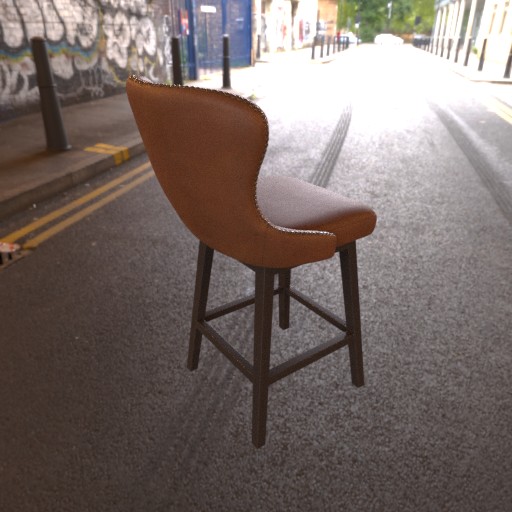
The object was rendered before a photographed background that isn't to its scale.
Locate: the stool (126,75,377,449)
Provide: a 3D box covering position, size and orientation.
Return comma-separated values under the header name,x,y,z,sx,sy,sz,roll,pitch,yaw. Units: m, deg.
name,x,y,z,sx,sy,sz,roll,pitch,yaw
stool,0.000,0.000,1.274,0.593,0.971,0.528,-18,32,-31
